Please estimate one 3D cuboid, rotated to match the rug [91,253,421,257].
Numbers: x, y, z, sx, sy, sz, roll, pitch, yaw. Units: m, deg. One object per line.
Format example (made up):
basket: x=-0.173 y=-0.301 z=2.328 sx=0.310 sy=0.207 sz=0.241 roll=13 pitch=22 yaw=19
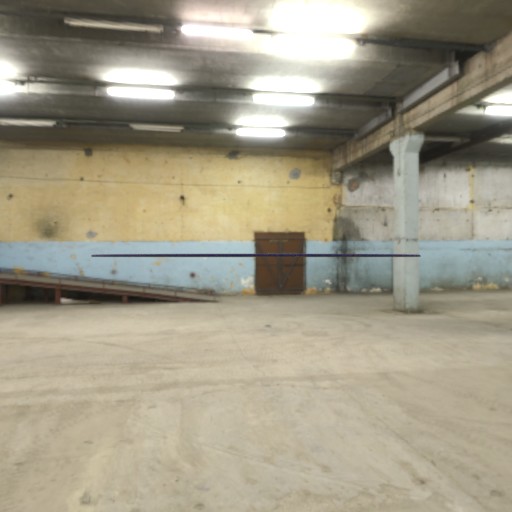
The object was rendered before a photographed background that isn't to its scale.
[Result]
rug: x=0.000 y=0.000 z=3.424 sx=2.386 sy=0.014 sz=2.386 roll=0 pitch=0 yaw=0
